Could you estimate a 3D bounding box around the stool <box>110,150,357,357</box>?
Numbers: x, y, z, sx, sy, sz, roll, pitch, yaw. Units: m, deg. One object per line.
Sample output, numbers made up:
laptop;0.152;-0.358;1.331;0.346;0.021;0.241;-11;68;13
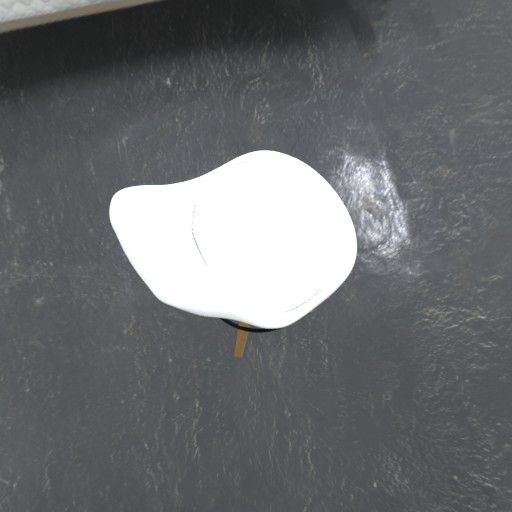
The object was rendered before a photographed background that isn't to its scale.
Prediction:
stool;0.000;0.000;1.374;0.549;1.115;0.482;-33;78;-8
